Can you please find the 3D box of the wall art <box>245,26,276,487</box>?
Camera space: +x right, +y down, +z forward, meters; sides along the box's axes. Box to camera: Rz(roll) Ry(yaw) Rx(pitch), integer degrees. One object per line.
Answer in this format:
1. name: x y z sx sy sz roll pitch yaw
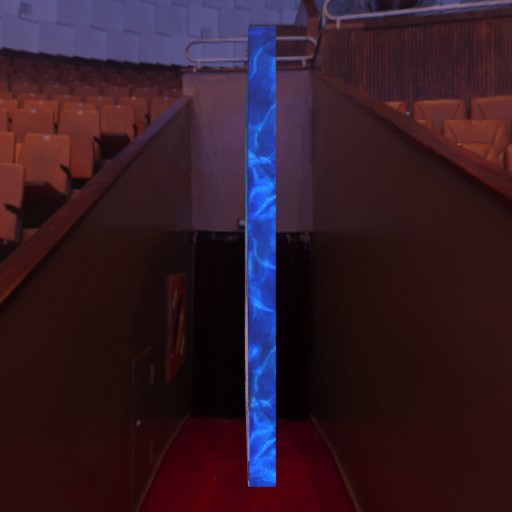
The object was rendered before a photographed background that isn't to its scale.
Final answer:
1. wall art: 0.000 0.000 0.865 0.038 0.635 0.508 0 0 -2
